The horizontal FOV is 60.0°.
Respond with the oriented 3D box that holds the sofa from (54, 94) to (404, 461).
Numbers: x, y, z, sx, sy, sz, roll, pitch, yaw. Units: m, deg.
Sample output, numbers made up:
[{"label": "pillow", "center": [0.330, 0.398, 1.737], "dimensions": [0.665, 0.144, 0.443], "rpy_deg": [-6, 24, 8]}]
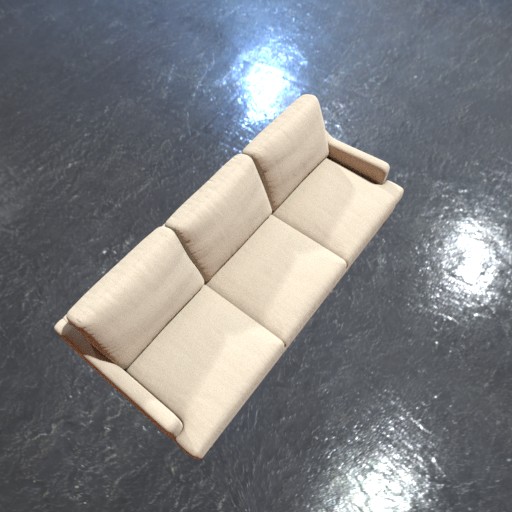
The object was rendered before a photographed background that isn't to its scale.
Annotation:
[{"label": "sofa", "center": [0.000, 0.000, 2.908], "dimensions": [1.000, 0.913, 2.321], "rpy_deg": [34, 65, 19]}]
